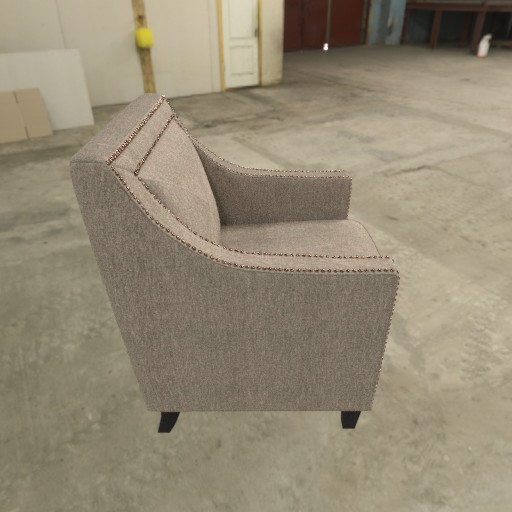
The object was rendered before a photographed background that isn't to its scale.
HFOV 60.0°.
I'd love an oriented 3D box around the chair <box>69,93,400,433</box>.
[{"bbox_3d":[0.000,0.000,1.570,0.884,0.967,0.776,0,31,0],"label":"chair"}]
